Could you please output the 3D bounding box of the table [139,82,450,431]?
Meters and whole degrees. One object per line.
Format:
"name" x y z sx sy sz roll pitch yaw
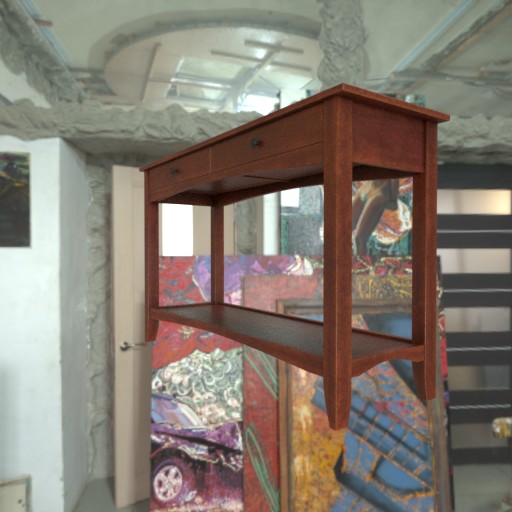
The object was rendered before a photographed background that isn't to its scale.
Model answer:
"table" 0.000 0.000 1.520 0.392 0.739 1.188 -1 1 -35
